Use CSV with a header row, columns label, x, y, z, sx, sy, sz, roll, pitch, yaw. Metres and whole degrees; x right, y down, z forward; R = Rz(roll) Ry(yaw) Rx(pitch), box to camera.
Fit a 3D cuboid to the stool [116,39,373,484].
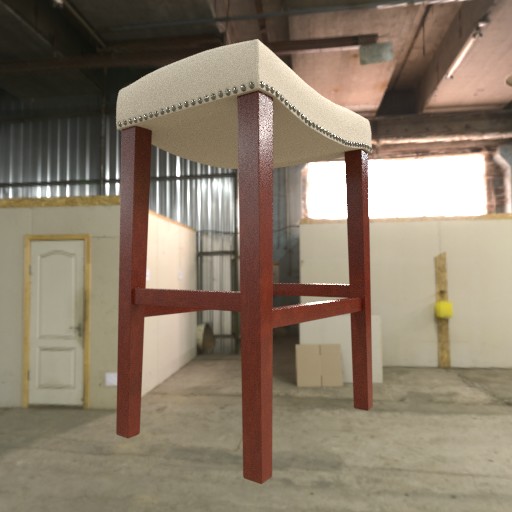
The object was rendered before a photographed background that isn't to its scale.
label,x,y,z,sx,sy,sz,roll,pitch,yaw
stool,0.000,0.000,1.009,0.372,0.742,0.504,-1,-2,35
